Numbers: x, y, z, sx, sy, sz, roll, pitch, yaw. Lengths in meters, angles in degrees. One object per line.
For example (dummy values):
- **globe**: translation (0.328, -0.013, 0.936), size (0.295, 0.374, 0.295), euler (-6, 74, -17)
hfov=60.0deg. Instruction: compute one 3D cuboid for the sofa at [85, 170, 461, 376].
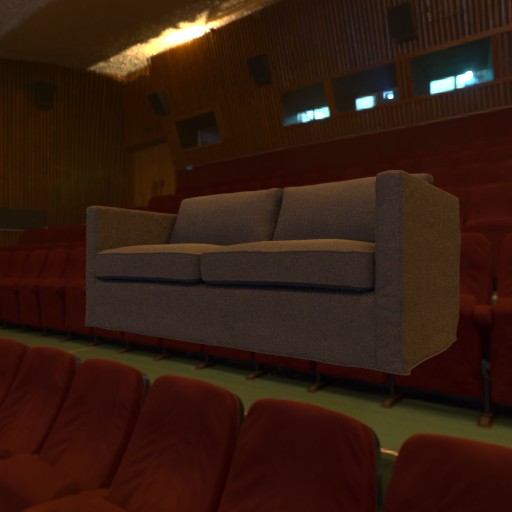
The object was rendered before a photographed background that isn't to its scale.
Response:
- **sofa**: translation (0.000, 0.000, 2.497), size (1.982, 0.855, 0.953), euler (0, 0, 36)
